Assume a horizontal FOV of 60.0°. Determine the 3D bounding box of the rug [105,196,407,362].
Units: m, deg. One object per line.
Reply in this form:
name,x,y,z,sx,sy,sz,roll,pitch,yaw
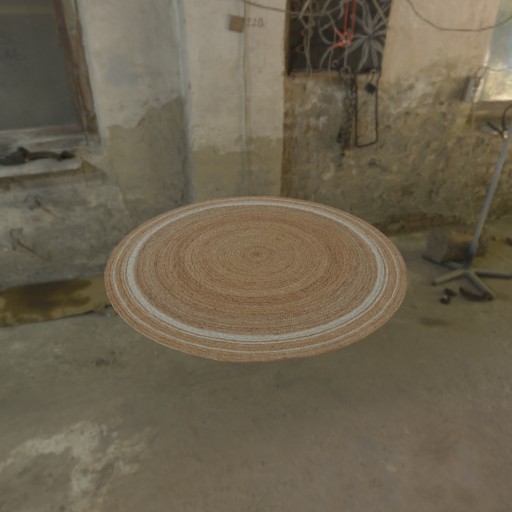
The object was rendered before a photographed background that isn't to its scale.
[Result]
rug,0.000,0.000,3.728,2.444,0.015,2.444,0,32,0
